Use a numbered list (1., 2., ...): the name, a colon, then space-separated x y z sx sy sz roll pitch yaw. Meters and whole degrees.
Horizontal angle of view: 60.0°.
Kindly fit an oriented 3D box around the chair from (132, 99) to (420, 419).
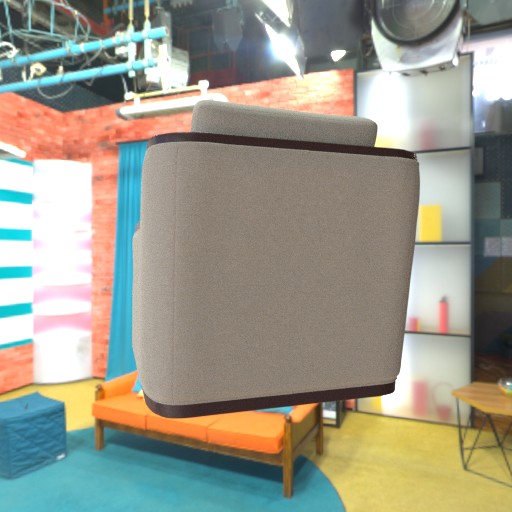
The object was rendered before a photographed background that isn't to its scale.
1. chair: 0.000 0.000 1.657 0.870 0.930 0.950 0 0 -18
